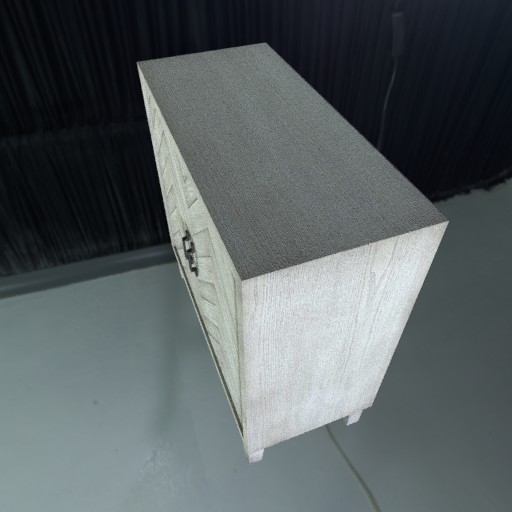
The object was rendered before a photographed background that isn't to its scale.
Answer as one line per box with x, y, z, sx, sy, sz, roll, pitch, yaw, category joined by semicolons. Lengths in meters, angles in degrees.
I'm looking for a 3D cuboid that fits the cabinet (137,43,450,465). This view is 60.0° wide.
0.000;0.000;1.196;0.370;0.787;0.781;-16;48;-14;cabinet
